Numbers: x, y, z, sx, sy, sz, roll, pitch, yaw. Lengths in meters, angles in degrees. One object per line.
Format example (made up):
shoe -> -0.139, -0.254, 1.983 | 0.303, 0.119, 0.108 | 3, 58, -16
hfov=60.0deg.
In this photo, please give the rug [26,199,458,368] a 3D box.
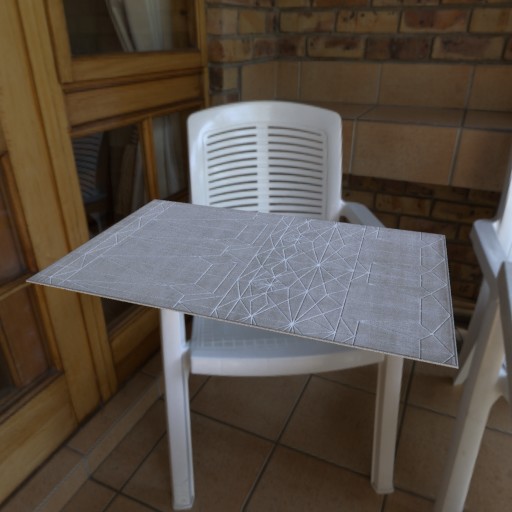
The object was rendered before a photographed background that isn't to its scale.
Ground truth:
rug -> 0.000, 0.000, 2.989 | 2.438, 0.012, 1.524 | 9, 28, 17
